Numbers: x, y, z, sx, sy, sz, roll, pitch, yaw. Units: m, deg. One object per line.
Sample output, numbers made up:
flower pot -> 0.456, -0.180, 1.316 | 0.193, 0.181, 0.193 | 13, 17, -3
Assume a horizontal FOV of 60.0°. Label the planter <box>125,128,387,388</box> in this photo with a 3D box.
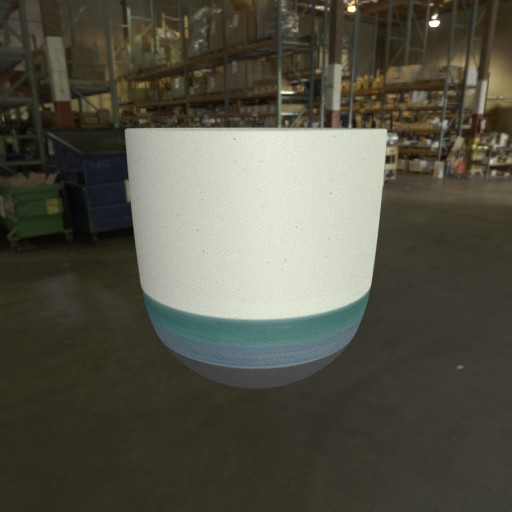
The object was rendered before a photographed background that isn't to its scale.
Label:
planter -> 0.000, 0.000, 0.387 | 0.204, 0.214, 0.204 | 0, 16, 0
